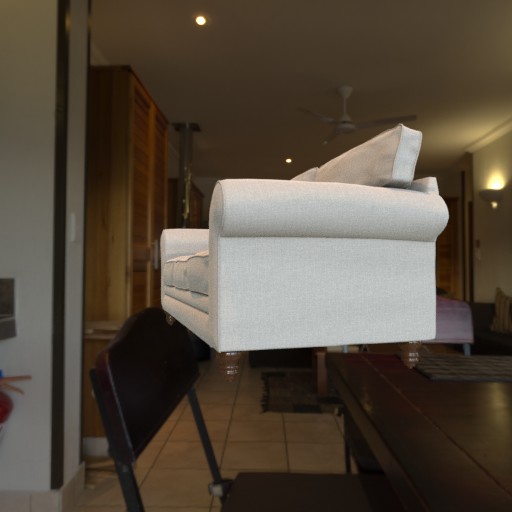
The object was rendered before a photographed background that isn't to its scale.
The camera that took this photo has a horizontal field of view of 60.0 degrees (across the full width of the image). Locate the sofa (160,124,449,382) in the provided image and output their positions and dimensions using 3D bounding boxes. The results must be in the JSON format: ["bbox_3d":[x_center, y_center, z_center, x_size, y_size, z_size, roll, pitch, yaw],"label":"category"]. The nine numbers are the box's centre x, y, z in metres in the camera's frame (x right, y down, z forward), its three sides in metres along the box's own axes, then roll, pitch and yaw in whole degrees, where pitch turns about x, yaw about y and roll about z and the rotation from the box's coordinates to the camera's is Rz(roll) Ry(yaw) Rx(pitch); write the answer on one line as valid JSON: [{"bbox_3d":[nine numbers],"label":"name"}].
[{"bbox_3d":[0.000,0.000,2.539,0.916,0.961,2.084,1,-2,-17],"label":"sofa"}]
